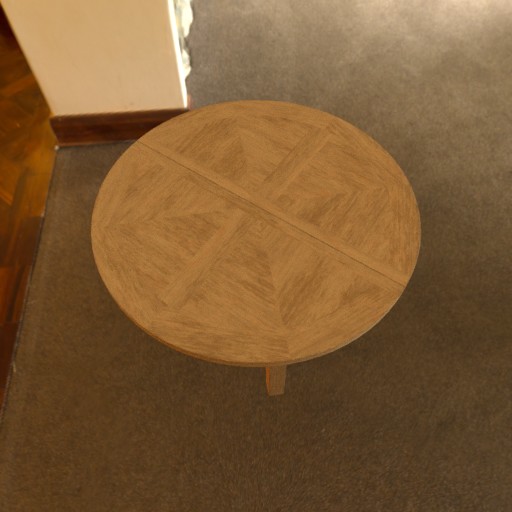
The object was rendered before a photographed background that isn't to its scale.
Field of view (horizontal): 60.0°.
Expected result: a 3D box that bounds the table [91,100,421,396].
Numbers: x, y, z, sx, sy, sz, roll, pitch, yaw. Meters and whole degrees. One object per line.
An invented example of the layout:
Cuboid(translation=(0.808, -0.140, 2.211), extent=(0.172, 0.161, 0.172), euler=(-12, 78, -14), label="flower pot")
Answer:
Cuboid(translation=(0.000, 0.000, 2.127), extent=(1.319, 0.762, 1.319), euler=(0, 57, 0), label="table")
